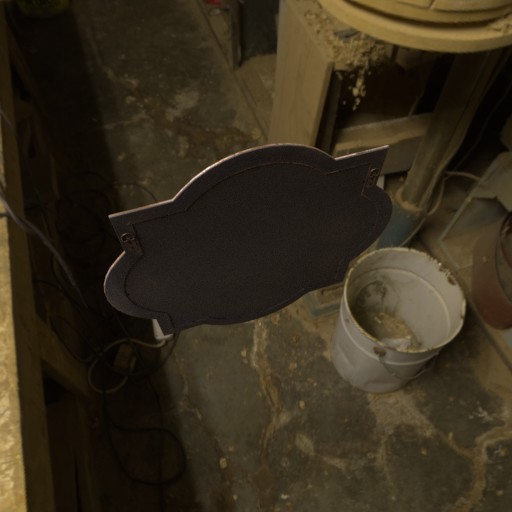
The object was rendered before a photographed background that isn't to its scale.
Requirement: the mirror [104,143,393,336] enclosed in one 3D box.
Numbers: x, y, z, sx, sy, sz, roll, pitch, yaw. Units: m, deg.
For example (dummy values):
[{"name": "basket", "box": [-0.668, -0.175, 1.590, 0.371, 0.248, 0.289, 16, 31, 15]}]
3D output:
[{"name": "mirror", "box": [0.000, 0.000, 1.056, 0.686, 0.686, 0.019, -16, 59, -10]}]
